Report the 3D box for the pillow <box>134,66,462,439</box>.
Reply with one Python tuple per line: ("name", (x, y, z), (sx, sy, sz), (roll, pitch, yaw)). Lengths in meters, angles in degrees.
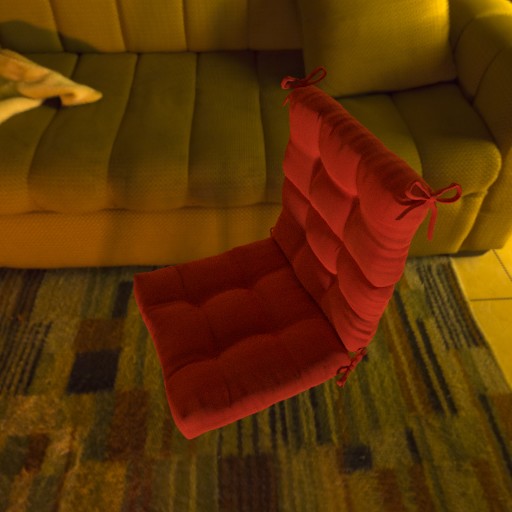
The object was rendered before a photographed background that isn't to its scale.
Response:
("pillow", (0.000, 0.000, 1.026), (0.571, 0.605, 0.519), (-18, 50, -16))
